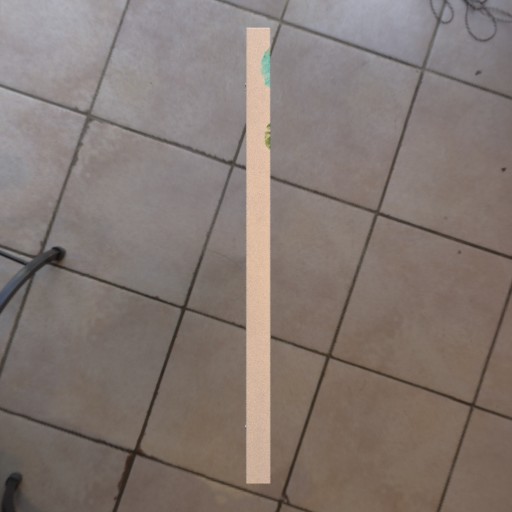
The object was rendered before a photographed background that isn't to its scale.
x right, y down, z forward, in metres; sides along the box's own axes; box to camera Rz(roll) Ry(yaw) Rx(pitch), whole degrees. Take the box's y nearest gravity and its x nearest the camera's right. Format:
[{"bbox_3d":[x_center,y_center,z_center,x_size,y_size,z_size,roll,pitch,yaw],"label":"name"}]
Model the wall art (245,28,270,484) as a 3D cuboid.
[{"bbox_3d":[0.000,0.000,0.995,0.043,0.610,0.711,0,90,0],"label":"wall art"}]
